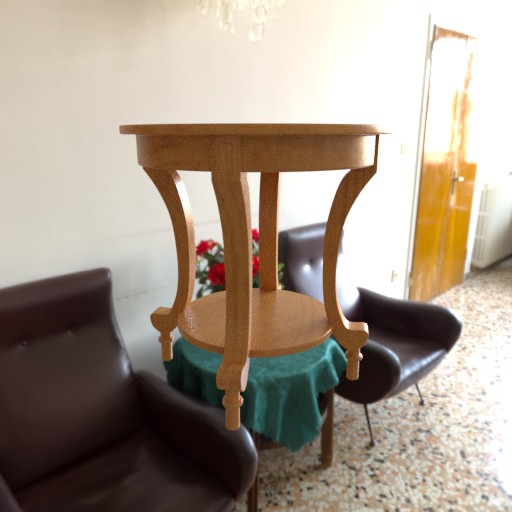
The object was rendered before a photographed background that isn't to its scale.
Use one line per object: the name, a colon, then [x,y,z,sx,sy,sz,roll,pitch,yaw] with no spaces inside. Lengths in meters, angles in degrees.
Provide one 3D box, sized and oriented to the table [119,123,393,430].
table: [0.000,0.000,1.089,0.597,0.612,0.597,0,15,0]
